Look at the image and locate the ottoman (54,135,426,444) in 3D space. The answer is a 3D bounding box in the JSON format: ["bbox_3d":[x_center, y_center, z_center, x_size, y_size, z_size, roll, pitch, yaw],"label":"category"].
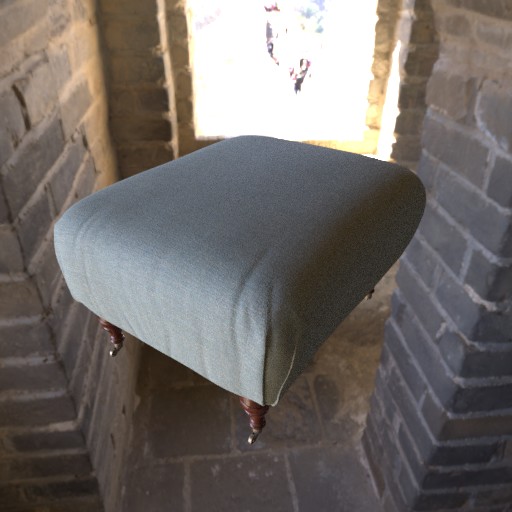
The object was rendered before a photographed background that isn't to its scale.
[{"bbox_3d":[0.000,0.000,1.115,0.622,0.450,0.747,20,37,30],"label":"ottoman"}]
